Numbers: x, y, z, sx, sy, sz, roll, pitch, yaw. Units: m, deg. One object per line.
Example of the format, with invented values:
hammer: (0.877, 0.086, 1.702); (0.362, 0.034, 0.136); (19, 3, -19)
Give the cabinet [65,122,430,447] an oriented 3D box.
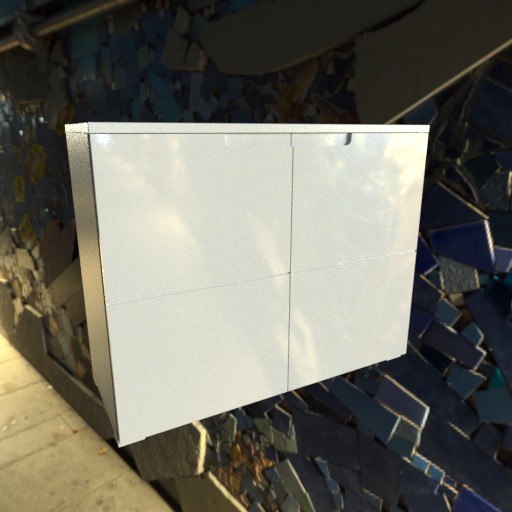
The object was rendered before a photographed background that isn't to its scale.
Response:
cabinet: (0.000, 0.000, 1.410); (1.000, 0.800, 0.400); (-8, 18, -28)
